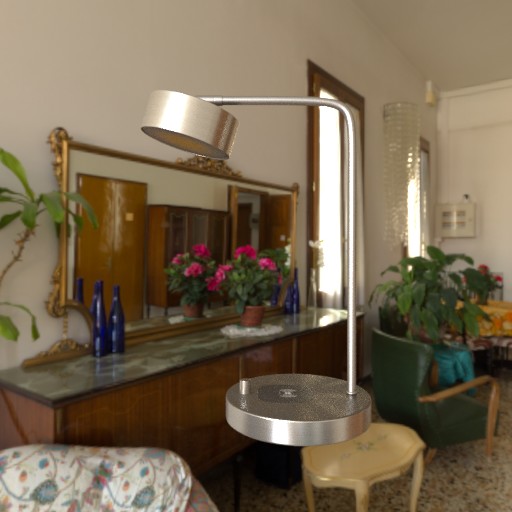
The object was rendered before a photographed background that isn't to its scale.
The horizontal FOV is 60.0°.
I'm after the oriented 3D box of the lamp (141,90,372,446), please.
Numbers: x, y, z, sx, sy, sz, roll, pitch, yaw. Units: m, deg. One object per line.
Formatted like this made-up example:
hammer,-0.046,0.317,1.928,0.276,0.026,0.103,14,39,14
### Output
lamp,0.000,0.000,0.651,0.334,0.469,0.211,0,1,1
